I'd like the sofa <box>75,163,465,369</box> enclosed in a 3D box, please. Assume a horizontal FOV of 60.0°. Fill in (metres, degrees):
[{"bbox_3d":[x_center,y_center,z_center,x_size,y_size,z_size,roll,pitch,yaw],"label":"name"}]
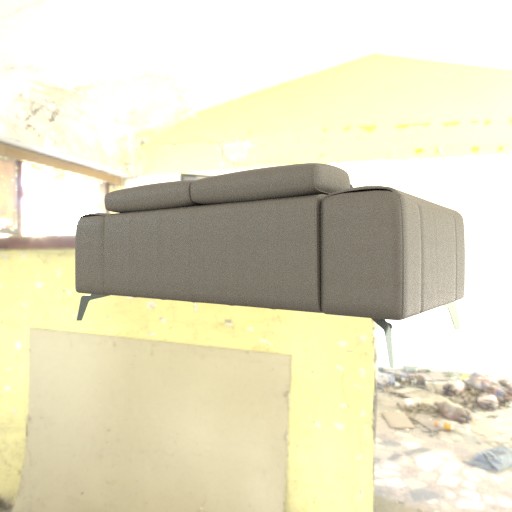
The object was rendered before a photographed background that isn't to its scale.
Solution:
[{"bbox_3d":[0.000,0.000,2.432,1.930,0.753,1.024,0,0,36],"label":"sofa"}]
